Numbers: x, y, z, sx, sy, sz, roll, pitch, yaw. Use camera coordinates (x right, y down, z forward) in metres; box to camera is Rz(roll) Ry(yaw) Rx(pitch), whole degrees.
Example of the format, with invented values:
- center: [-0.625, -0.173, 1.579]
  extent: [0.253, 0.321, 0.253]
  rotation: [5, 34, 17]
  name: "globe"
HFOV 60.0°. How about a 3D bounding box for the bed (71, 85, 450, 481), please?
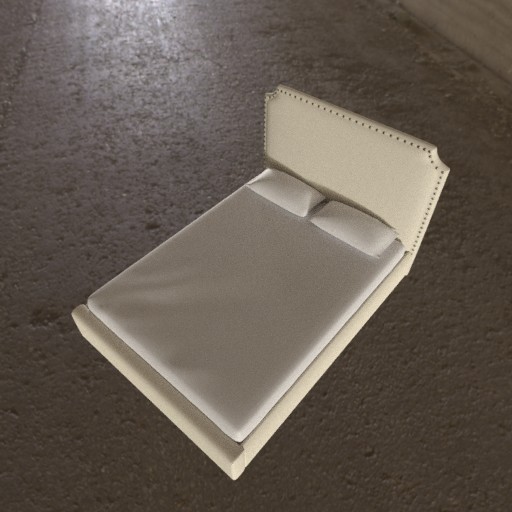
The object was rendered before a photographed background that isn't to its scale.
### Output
- center: [0.000, 0.000, 3.401]
  extent: [1.712, 1.443, 2.372]
  rotation: [32, 55, 26]
  name: "bed"
